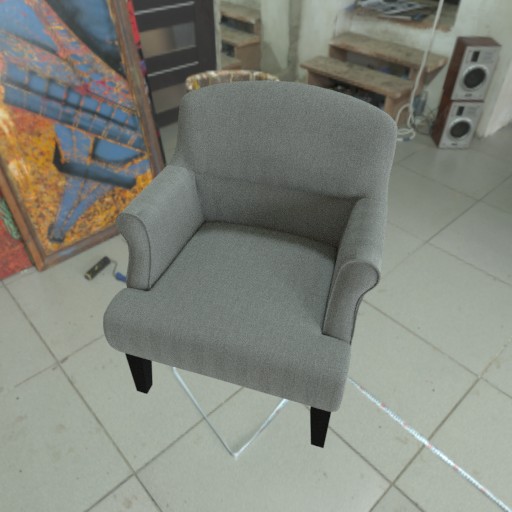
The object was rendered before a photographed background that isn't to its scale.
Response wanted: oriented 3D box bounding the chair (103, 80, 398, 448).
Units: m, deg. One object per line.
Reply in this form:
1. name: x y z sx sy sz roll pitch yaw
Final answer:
1. chair: 0.000 0.000 1.439 0.772 0.880 0.755 12 42 14
